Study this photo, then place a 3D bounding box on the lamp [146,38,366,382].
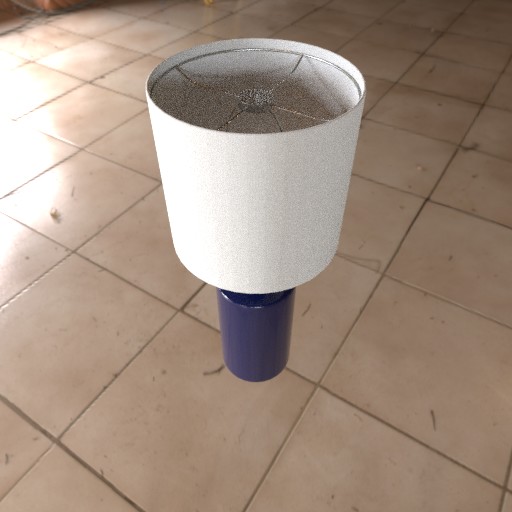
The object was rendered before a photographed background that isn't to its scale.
[{"bbox_3d":[0.000,0.000,0.606,0.212,0.493,0.212,24,50,21],"label":"lamp"}]
